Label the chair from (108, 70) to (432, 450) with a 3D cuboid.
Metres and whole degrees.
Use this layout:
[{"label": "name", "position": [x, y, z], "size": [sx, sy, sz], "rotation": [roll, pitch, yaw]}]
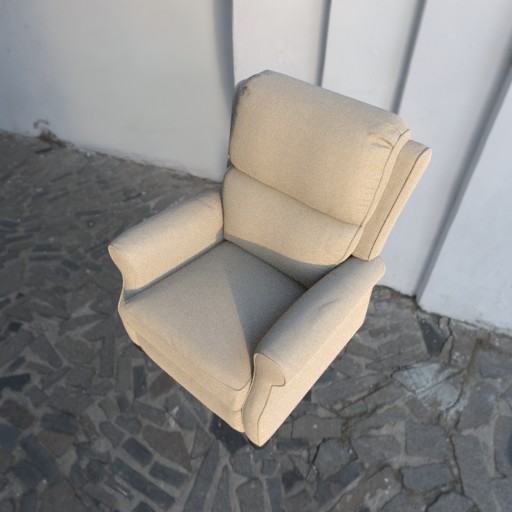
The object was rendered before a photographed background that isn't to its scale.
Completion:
[{"label": "chair", "position": [0.000, 0.000, 1.709], "size": [0.859, 1.046, 0.919], "rotation": [31, 54, 26]}]
